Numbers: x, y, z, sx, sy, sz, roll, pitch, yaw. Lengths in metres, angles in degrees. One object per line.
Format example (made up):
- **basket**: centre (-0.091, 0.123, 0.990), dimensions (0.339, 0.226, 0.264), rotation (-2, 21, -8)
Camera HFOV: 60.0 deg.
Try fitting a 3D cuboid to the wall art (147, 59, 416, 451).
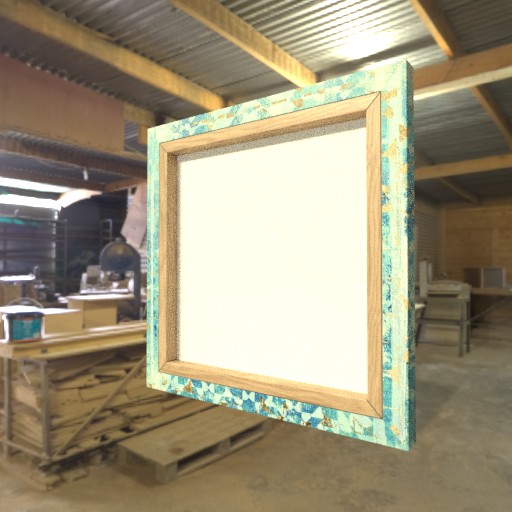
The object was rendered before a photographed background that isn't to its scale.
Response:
- **wall art**: centre (0.000, 0.000, 0.881), dimensions (0.609, 0.609, 0.040), rotation (-1, -1, 36)
